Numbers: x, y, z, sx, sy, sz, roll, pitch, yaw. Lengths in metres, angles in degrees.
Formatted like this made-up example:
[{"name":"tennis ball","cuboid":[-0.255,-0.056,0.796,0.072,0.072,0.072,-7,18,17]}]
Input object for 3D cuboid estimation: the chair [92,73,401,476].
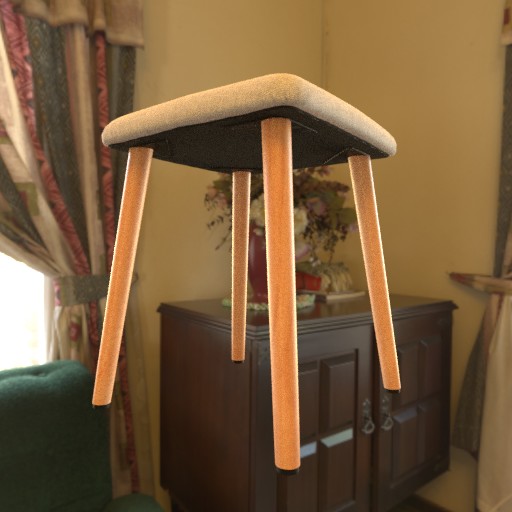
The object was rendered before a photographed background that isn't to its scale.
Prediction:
[{"name":"chair","cuboid":[0.000,0.000,0.681,0.350,0.440,0.350,0,1,36]}]
